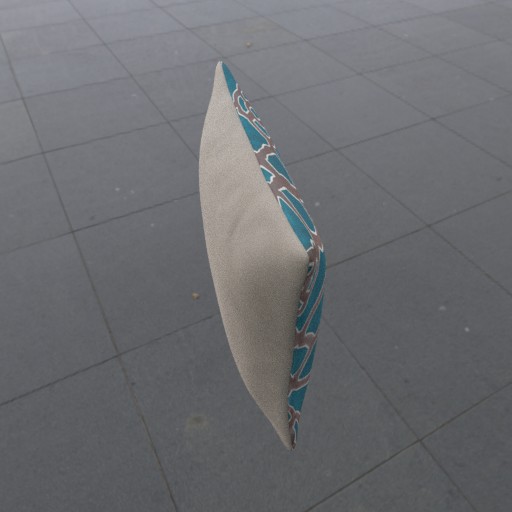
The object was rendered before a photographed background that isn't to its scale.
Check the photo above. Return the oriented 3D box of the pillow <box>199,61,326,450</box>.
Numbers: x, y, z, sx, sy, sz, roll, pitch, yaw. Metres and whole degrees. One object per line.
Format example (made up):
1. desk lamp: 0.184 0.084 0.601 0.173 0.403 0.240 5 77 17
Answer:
1. pillow: 0.000 0.000 0.814 0.166 0.507 0.526 -10 46 -9
